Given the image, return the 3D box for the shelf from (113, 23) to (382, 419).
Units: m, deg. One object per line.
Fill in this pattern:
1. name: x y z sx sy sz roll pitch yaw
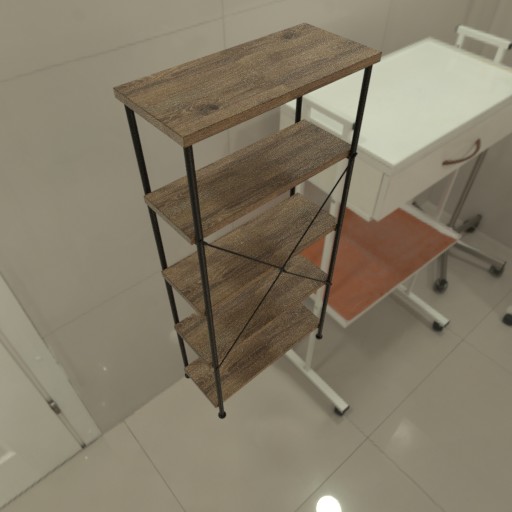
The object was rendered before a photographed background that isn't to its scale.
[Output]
1. shelf: 0.000 0.000 2.001 0.800 1.700 0.360 -32 54 -27
